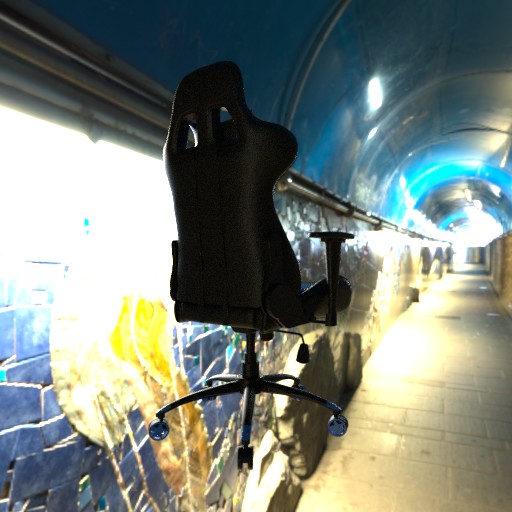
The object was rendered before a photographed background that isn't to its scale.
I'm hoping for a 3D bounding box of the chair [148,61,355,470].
[{"bbox_3d":[0.000,0.000,1.708,0.695,1.282,0.730,0,0,36],"label":"chair"}]
